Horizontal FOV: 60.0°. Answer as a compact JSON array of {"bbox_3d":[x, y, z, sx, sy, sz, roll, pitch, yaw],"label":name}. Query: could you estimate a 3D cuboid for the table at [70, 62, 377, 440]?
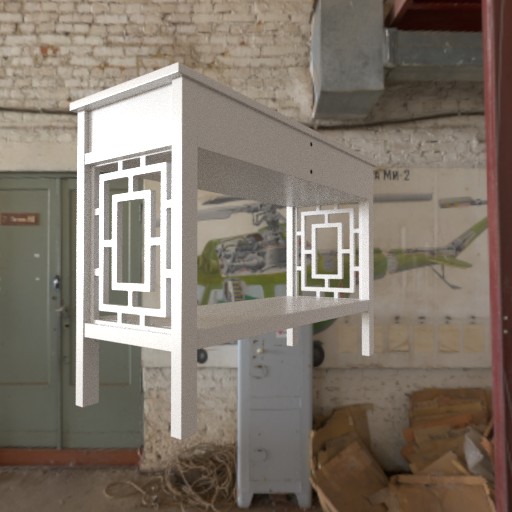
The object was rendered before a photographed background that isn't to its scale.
[{"bbox_3d":[0.000,0.000,1.421,0.397,0.753,1.068,-1,-1,36],"label":"table"}]
